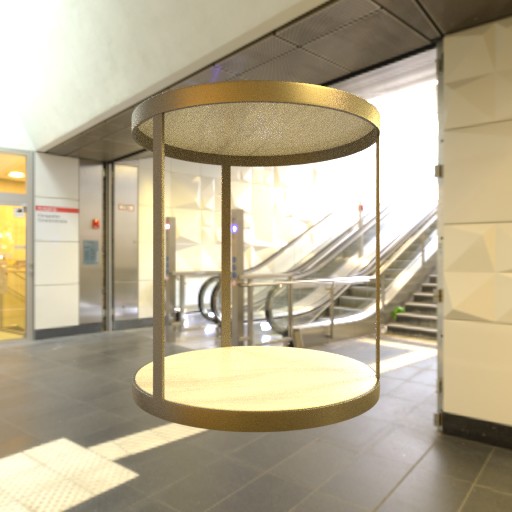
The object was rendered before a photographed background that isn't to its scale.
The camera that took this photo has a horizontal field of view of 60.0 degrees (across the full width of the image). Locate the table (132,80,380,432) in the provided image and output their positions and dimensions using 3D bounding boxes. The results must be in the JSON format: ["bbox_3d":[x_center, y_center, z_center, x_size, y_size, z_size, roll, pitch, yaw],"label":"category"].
[{"bbox_3d":[0.000,0.000,0.824,0.445,0.479,0.445,0,0,0],"label":"table"}]
